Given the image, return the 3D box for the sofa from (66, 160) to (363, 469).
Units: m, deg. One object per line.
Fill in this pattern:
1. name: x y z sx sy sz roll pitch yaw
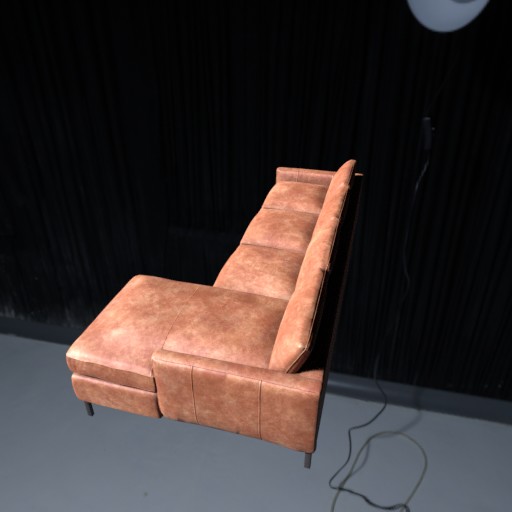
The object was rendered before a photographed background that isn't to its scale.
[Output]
1. sofa: 0.000 0.000 3.602 1.471 0.859 2.993 8 33 13
